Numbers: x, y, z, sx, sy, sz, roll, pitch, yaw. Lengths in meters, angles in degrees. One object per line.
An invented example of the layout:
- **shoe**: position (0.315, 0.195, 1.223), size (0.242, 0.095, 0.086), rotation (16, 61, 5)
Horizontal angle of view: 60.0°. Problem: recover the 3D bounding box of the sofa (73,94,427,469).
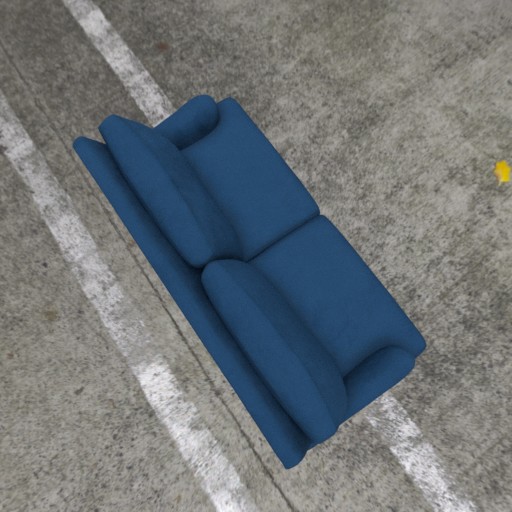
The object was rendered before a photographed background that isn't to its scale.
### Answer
- **sofa**: position (0.000, 0.000, 2.758), size (1.084, 1.101, 2.141), rotation (-34, 78, -9)
